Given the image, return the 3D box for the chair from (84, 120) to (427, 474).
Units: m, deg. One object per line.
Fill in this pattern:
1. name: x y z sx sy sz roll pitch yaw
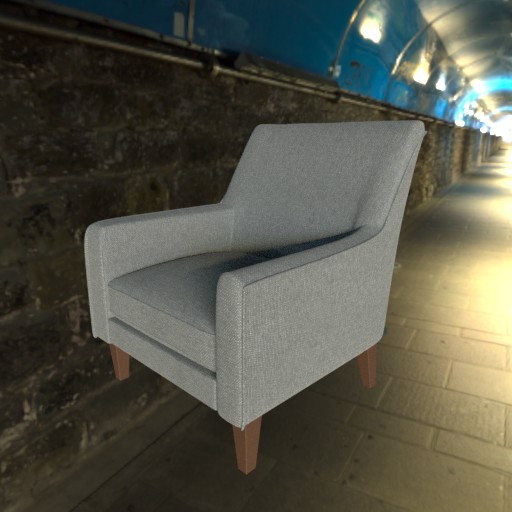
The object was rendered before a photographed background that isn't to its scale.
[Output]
1. chair: 0.000 0.000 1.566 0.780 0.919 0.899 15 21 43
